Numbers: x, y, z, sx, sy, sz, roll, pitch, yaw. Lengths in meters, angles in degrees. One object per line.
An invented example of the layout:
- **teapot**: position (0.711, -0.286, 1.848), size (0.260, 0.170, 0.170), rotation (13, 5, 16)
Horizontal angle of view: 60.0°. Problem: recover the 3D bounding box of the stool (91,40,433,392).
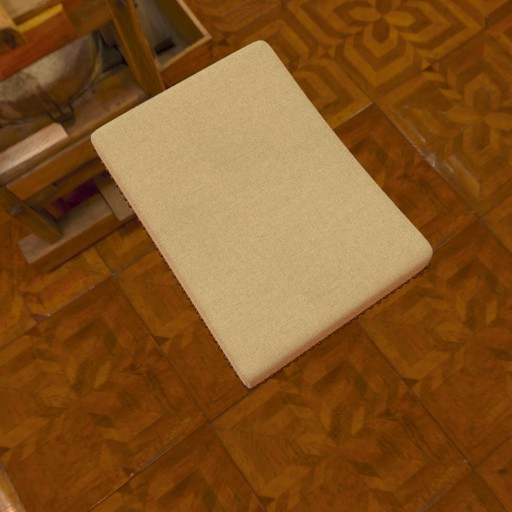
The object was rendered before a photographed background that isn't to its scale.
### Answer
- **stool**: position (0.000, 0.000, 1.033), size (0.358, 0.759, 0.498), rotation (-33, 77, -9)
